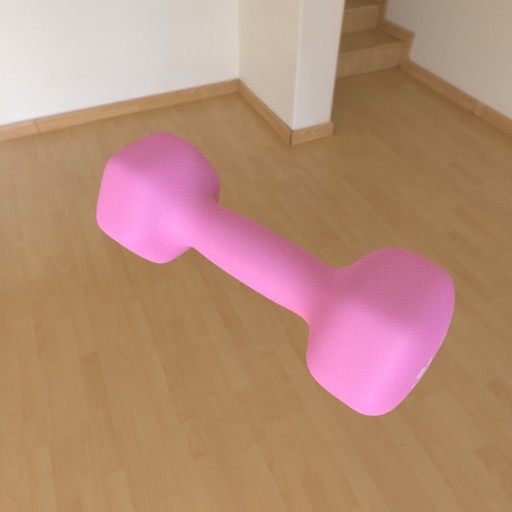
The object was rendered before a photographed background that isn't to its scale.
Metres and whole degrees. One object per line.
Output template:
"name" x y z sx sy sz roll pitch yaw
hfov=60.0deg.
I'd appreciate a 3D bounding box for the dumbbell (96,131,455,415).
"dumbbell" 0.000 0.000 0.190 0.159 0.058 0.064 31 54 27
